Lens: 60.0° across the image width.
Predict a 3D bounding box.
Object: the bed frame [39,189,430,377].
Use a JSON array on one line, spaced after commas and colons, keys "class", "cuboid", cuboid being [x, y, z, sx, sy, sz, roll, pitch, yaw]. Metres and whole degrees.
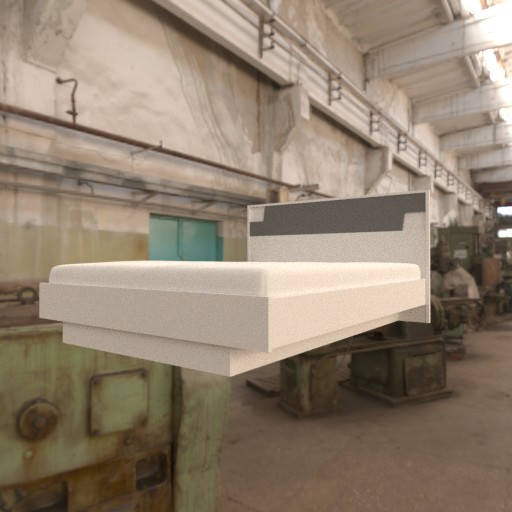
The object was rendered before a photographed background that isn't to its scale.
[{"class": "bed frame", "cuboid": [0.000, 0.000, 2.999, 1.711, 1.001, 2.100, 0, 0, 36]}]
